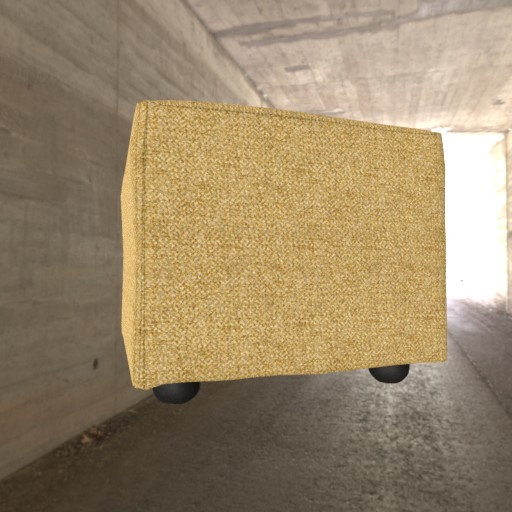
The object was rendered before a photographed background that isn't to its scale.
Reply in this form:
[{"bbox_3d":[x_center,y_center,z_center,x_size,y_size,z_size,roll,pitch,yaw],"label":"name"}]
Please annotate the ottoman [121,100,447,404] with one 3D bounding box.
[{"bbox_3d":[0.000,0.000,0.879,0.505,0.441,0.512,0,-2,-18],"label":"ottoman"}]
